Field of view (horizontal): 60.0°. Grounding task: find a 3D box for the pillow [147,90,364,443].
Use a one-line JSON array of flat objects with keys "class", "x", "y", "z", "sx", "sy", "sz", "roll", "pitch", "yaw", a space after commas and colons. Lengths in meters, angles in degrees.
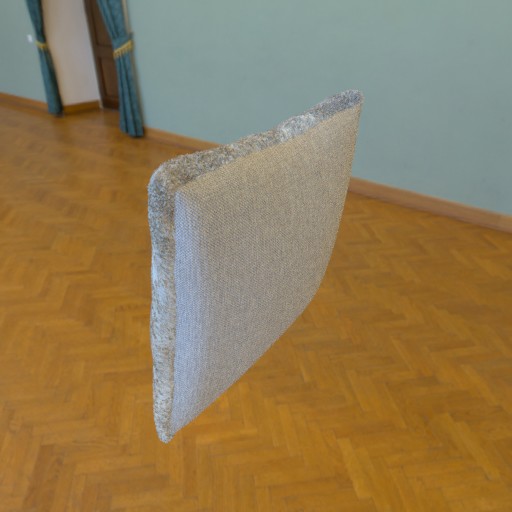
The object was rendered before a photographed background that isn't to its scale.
[{"class": "pillow", "x": 0.000, "y": 0.000, "z": 0.810, "sx": 0.218, "sy": 0.515, "sz": 0.529, "roll": 20, "pitch": 37, "yaw": 29}]
